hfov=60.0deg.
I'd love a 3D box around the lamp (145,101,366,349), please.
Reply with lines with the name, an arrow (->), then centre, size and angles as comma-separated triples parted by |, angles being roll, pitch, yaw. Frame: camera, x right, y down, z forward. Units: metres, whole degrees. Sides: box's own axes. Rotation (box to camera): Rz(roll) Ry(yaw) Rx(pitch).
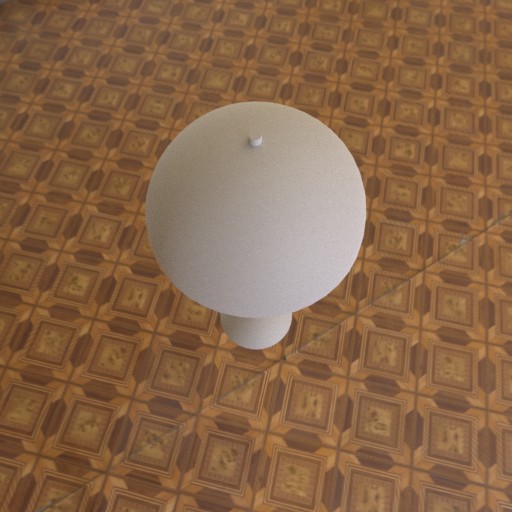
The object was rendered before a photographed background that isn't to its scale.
lamp -> 0.000, 0.000, 0.419 | 0.171, 0.330, 0.171 | 0, 63, 0
